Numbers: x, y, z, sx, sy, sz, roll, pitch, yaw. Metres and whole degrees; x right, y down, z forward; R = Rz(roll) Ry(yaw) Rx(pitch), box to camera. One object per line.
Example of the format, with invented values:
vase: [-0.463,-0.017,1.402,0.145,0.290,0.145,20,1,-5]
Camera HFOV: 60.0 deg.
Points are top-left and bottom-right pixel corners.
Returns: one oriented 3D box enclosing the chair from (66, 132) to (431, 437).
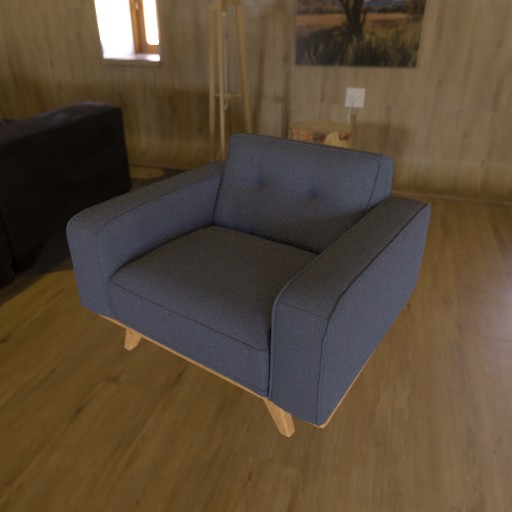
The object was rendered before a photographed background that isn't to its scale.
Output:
chair: [0.000,0.000,1.789,1.118,0.783,0.953,18,33,30]
